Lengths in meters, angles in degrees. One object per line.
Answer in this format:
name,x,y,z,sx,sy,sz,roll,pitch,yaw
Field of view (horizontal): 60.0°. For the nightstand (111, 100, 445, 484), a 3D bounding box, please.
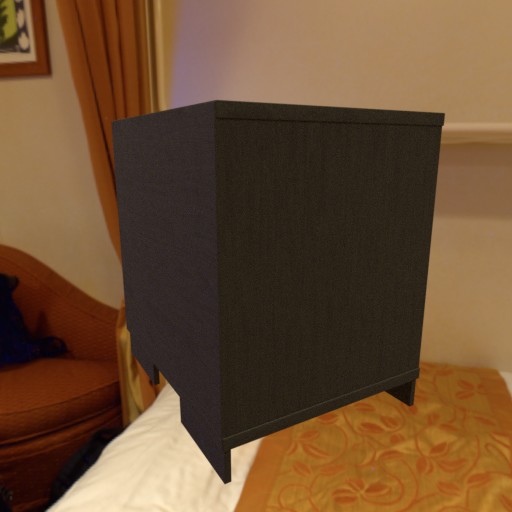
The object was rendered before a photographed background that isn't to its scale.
nightstand,0.000,0.000,0.749,0.347,0.448,0.427,-8,16,-30
